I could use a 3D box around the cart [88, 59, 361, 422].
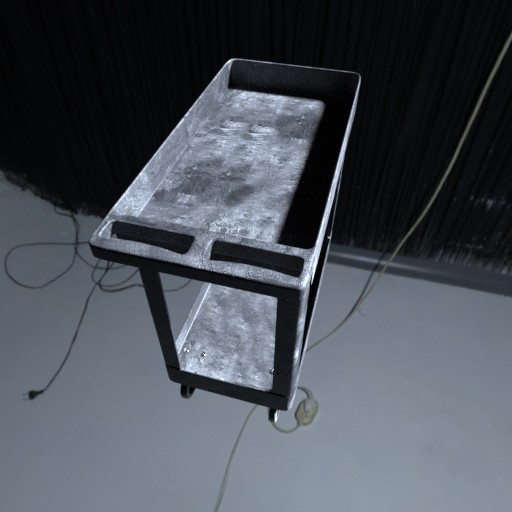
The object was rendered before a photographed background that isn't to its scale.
[{"bbox_3d":[0.000,0.000,1.371,0.420,0.824,0.877,11,47,11],"label":"cart"}]
